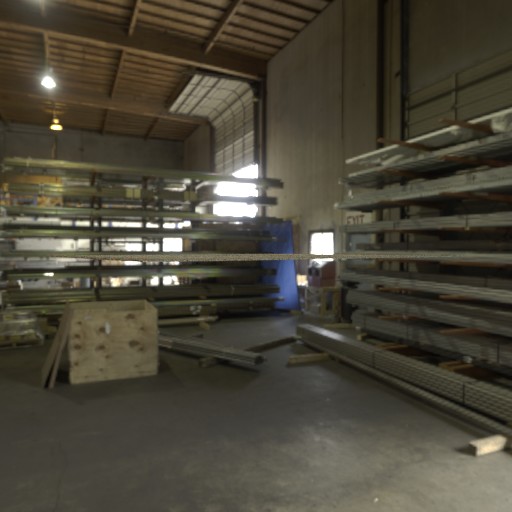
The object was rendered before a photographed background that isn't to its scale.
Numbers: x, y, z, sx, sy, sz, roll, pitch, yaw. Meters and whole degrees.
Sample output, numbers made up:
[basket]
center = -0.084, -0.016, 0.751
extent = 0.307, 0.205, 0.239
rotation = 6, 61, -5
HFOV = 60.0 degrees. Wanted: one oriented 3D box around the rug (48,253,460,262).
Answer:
[rug]
center = 0.000, 0.000, 4.204
extent = 3.221, 0.011, 2.379
rotation = -1, 1, -36
